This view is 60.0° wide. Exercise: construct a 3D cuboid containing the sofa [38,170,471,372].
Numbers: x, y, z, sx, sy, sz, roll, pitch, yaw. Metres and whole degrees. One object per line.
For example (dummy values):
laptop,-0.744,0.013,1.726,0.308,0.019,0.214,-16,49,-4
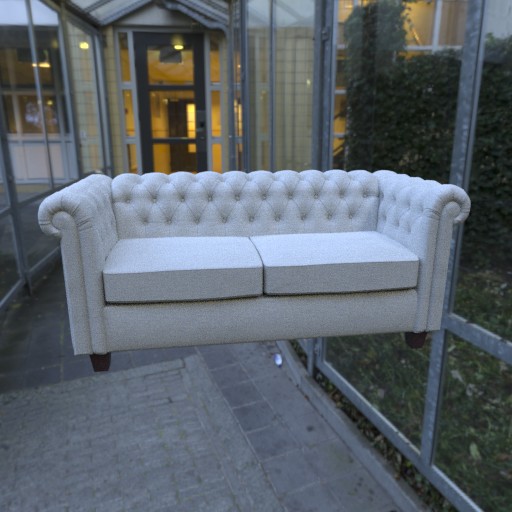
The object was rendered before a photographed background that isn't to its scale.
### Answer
sofa,0.000,0.000,2.243,1.798,0.797,0.783,-2,16,-8
